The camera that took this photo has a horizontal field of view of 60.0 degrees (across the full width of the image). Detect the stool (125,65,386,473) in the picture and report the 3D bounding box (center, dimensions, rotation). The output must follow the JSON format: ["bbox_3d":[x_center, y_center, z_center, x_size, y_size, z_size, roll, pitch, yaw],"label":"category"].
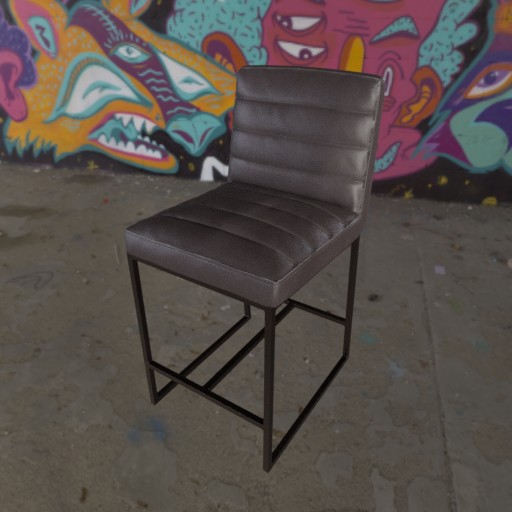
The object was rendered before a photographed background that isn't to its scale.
[{"bbox_3d":[0.000,0.000,1.255,0.463,0.946,0.562,18,34,29],"label":"stool"}]
